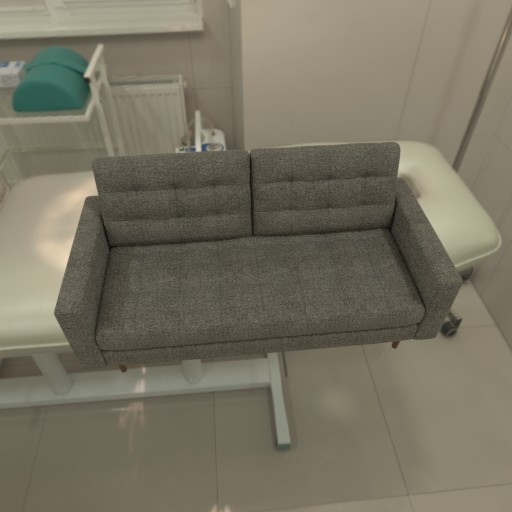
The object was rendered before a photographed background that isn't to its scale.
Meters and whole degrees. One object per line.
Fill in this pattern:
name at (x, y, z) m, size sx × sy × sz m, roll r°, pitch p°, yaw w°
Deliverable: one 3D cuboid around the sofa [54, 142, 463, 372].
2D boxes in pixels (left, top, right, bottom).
sofa at (0.000, 0.000, 2.340) m, size 1.821 × 0.902 × 0.863 m, roll -4°, pitch 45°, yaw -4°
